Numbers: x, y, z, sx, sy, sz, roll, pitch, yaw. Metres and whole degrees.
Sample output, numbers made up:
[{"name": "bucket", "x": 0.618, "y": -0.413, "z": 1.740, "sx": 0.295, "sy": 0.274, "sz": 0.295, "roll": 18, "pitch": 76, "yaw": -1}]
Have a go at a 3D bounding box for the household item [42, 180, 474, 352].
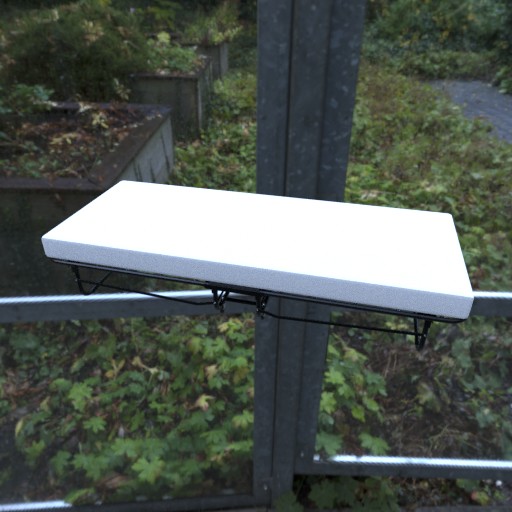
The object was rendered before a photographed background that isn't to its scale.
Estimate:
[{"name": "household item", "x": 0.000, "y": 0.000, "z": 2.227, "sx": 1.905, "sy": 0.356, "sz": 0.787, "roll": 8, "pitch": 32, "yaw": 12}]
